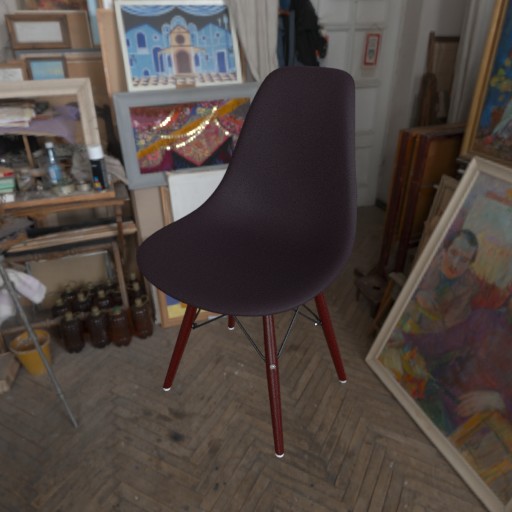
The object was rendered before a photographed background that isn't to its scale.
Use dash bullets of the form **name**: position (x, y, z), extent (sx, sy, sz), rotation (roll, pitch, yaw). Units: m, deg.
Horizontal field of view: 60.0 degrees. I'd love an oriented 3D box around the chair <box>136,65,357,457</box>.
- **chair**: position (0.000, 0.000, 1.101), extent (0.470, 0.826, 0.533), rotation (18, 34, 29)
